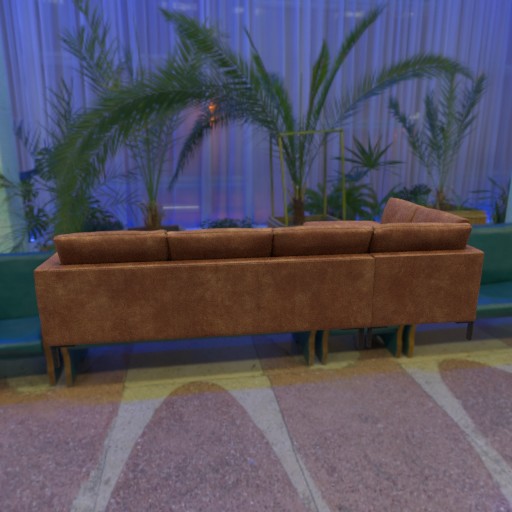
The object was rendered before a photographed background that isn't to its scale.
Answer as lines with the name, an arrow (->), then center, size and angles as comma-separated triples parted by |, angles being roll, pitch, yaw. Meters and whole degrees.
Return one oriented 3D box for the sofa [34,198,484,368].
sofa -> 0.000, 0.000, 3.813 | 2.984, 0.877, 1.938 | -2, 15, -8
